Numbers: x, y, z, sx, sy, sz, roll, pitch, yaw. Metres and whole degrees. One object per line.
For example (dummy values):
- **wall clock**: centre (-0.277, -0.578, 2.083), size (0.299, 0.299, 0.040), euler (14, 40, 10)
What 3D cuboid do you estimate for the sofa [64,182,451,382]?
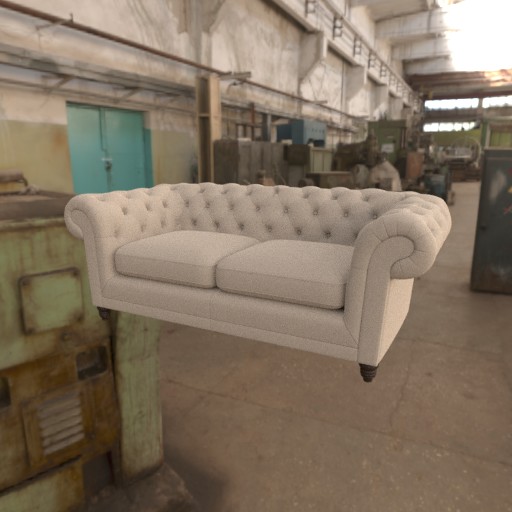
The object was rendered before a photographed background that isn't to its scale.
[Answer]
- **sofa**: centre (0.000, 0.000, 2.549), size (1.998, 0.764, 0.986), euler (7, 15, 27)
